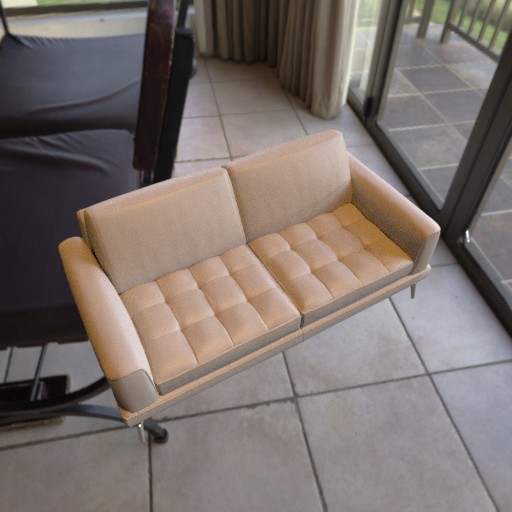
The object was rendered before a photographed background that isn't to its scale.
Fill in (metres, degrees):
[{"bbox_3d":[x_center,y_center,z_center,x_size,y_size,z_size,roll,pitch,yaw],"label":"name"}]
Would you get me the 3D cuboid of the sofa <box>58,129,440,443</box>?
[{"bbox_3d":[0.000,0.000,2.815,2.177,0.930,1.121,-22,50,-20],"label":"sofa"}]
